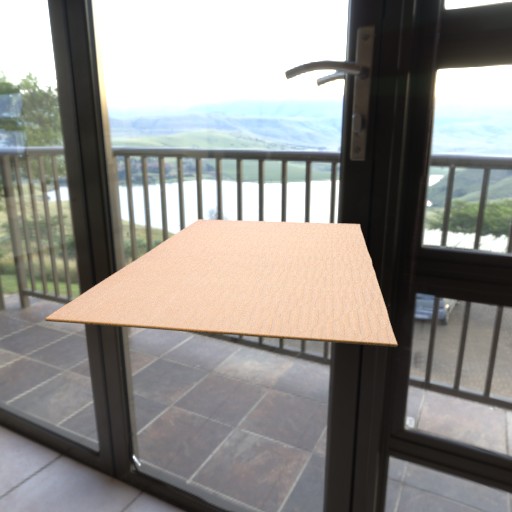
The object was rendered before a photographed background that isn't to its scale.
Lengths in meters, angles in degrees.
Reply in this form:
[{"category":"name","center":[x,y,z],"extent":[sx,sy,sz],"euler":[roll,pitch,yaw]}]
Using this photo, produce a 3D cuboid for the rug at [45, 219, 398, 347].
[{"category":"rug","center":[0.000,0.000,3.014],"extent":[1.531,0.014,2.441],"euler":[2,16,9]}]
